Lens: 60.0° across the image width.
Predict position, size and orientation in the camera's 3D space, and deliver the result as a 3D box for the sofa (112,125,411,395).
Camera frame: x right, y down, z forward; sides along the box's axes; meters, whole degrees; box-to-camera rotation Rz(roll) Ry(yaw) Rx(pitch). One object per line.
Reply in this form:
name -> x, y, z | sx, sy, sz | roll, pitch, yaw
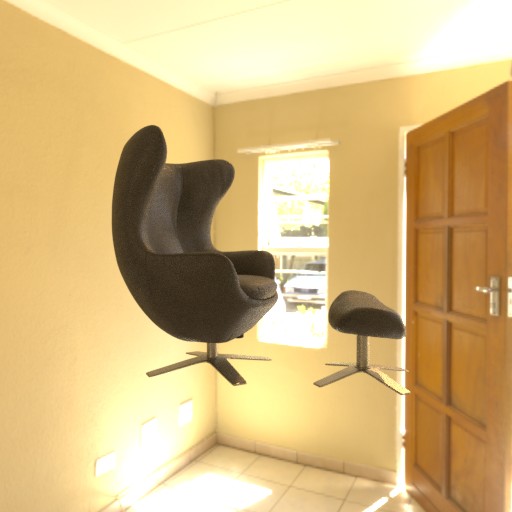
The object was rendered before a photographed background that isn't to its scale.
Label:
sofa -> 0.000, 0.000, 2.191 | 1.444, 1.135, 0.894 | 0, 1, 18
